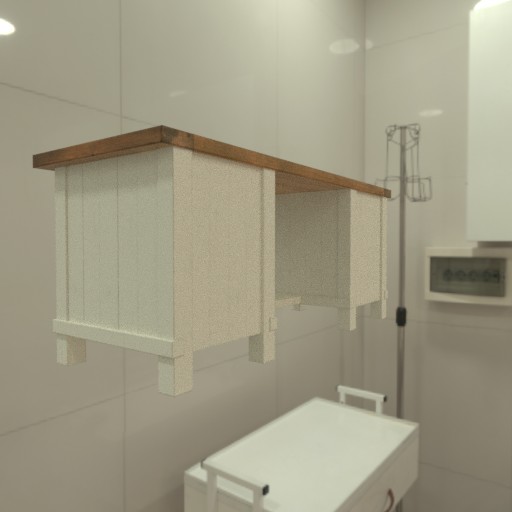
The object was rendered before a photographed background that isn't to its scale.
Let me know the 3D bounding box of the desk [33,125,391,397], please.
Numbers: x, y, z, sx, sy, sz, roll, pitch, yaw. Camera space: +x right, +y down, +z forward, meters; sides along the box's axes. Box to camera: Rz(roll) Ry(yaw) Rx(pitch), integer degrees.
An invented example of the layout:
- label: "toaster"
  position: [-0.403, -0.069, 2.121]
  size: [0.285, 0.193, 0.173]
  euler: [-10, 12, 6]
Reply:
- label: "desk"
  position: [0.000, 0.000, 2.143]
  size: [0.688, 0.760, 1.803]
  euler: [1, 2, 36]
